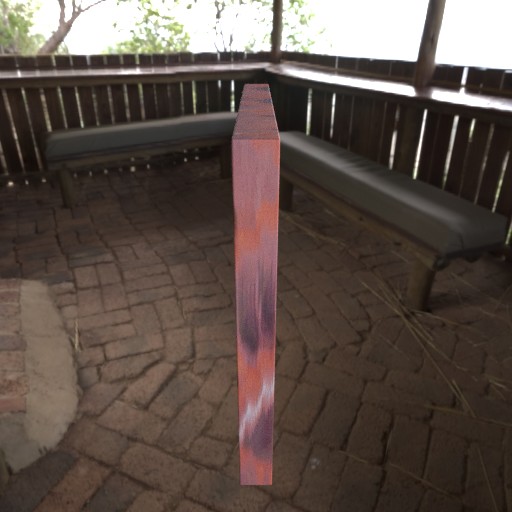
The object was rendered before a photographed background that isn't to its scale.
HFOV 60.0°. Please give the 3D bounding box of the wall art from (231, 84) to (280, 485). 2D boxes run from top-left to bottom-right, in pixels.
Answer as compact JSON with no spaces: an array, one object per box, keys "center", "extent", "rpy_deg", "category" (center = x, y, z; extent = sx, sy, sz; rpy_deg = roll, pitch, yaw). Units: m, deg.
[{"center":[0.000,0.000,0.614],"extent":[0.038,0.406,0.403],"rpy_deg":[0,27,0],"category":"wall art"}]
